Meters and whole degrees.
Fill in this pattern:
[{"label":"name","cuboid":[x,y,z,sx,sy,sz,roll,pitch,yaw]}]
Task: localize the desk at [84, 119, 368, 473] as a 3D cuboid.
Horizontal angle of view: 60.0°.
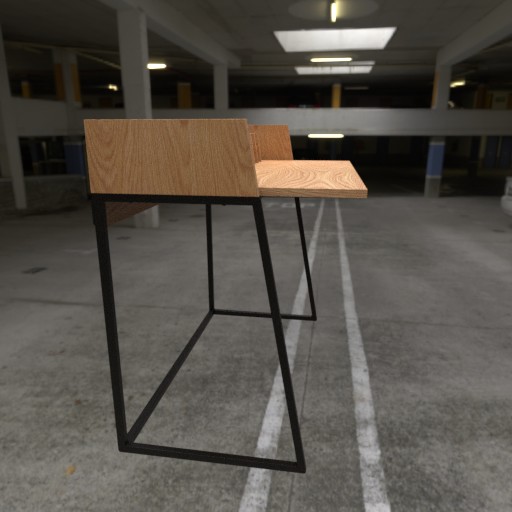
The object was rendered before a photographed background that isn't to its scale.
[{"label":"desk","cuboid":[0.000,0.000,1.845,0.769,1.061,1.191,3,16,9]}]
